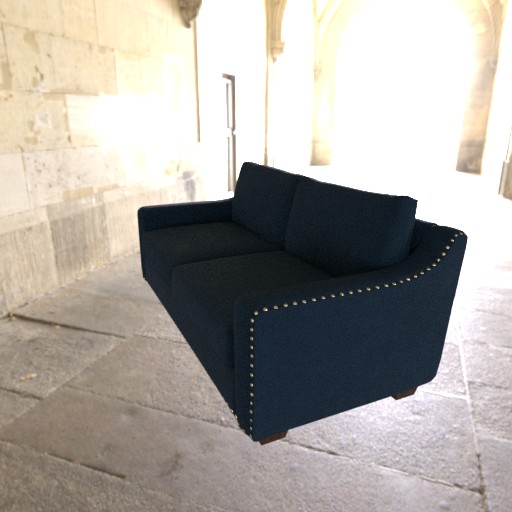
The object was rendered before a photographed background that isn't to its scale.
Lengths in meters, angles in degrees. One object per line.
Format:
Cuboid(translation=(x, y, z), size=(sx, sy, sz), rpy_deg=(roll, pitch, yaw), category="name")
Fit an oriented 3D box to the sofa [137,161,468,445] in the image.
Cuboid(translation=(0.000, 0.000, 2.743), size=(1.104, 0.983, 2.107), rpy_deg=(-8, 19, -24), category="sofa")
